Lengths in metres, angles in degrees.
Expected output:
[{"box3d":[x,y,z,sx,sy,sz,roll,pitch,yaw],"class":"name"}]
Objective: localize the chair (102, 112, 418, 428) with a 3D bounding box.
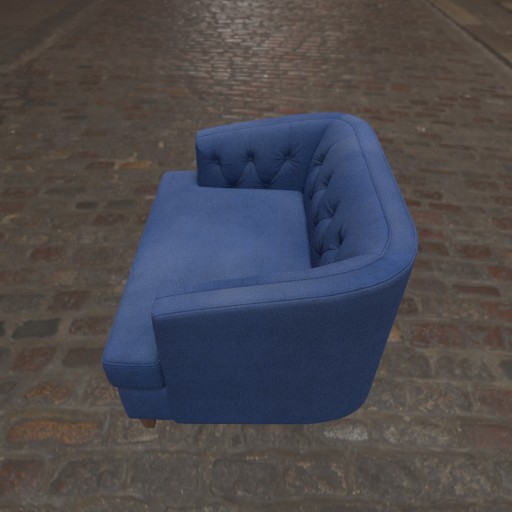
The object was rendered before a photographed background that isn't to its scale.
[{"box3d":[0.000,0.000,1.741,0.914,0.787,1.118,0,41,1],"class":"chair"}]
